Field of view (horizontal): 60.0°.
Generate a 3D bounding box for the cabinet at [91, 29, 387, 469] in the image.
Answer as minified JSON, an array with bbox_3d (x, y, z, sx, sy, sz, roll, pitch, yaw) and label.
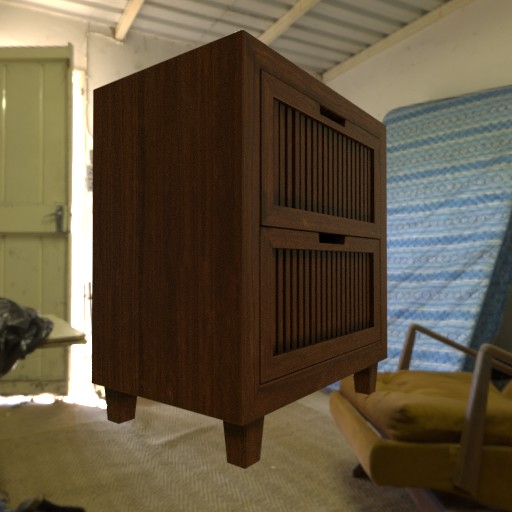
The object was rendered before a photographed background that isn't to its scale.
[{"bbox_3d":[0.000,0.000,1.045,0.410,0.695,0.607,-1,-1,37],"label":"cabinet"}]
